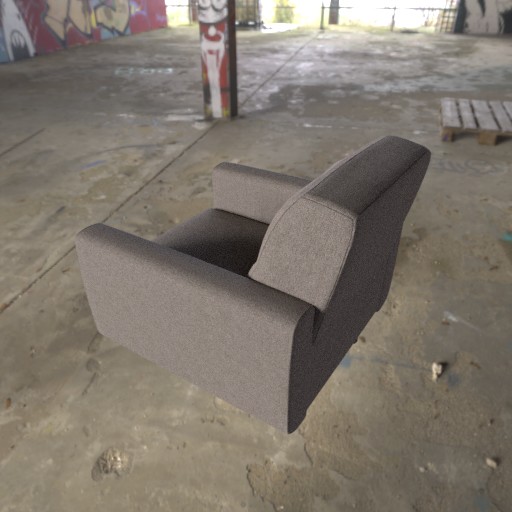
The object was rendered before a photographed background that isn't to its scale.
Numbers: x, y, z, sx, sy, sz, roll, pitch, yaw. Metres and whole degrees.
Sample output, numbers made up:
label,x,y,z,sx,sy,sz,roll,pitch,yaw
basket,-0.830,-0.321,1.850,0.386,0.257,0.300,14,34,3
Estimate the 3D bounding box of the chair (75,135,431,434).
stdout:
label,x,y,z,sx,sy,sz,roll,pitch,yaw
chair,0.000,0.000,1.557,0.907,0.839,0.831,20,37,28
